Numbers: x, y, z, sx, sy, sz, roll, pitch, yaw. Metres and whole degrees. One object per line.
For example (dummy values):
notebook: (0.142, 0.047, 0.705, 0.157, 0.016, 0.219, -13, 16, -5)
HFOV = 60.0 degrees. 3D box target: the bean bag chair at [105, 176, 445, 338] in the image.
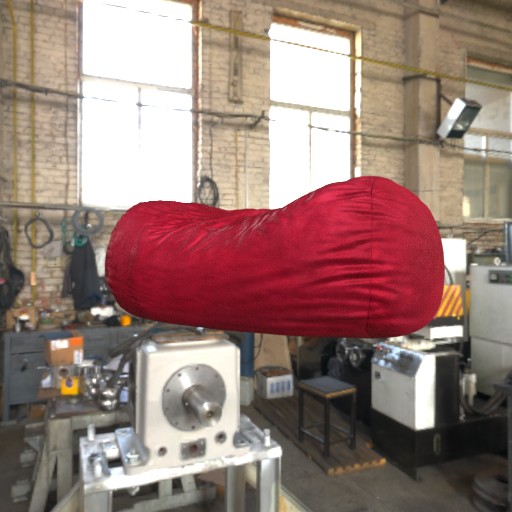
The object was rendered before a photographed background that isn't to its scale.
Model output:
bean bag chair: (0.000, 0.000, 2.897, 2.293, 0.867, 1.216, 0, -1, 35)
